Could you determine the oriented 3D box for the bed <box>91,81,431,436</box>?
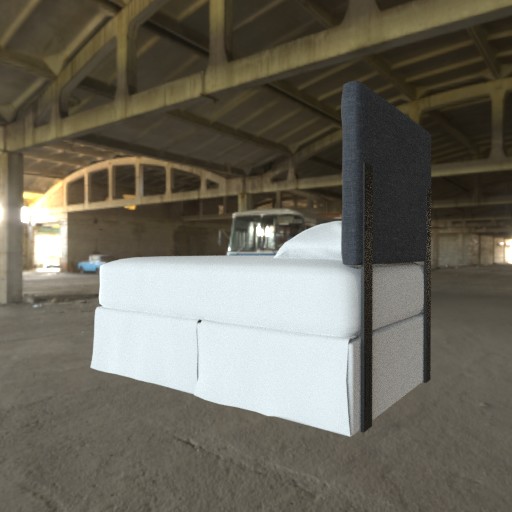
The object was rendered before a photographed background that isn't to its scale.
[{"bbox_3d":[0.000,0.000,2.980,1.997,1.571,1.261,0,1,37],"label":"bed"}]
